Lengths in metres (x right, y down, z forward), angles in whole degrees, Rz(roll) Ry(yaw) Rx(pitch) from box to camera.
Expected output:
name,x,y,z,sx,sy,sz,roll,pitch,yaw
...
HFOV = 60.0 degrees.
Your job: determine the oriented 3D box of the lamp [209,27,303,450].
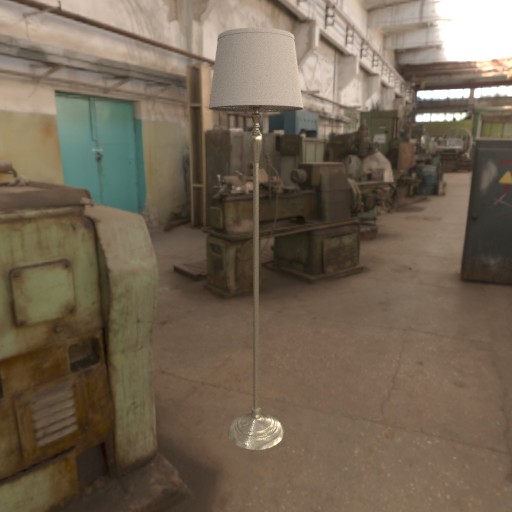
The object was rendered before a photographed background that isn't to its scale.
name,x,y,z,sx,sy,sz,roll,pitch,yaw
lamp,0.000,0.000,1.663,0.327,1.506,0.327,7,16,26
